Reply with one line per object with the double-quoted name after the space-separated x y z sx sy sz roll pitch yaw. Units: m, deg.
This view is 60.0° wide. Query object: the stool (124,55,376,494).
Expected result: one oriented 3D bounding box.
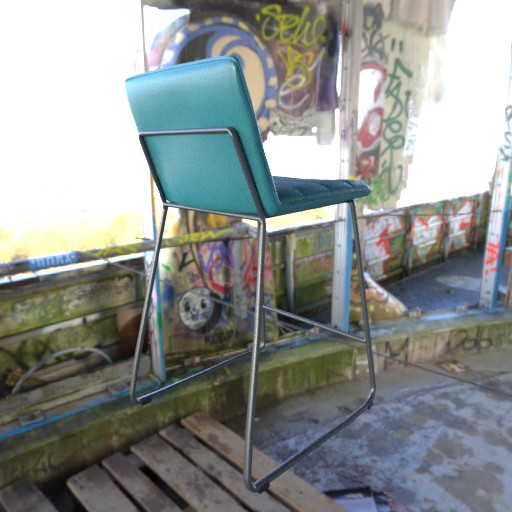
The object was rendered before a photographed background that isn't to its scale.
0.000 0.000 1.153 0.524 0.866 0.489 -13 19 -43 "stool"
